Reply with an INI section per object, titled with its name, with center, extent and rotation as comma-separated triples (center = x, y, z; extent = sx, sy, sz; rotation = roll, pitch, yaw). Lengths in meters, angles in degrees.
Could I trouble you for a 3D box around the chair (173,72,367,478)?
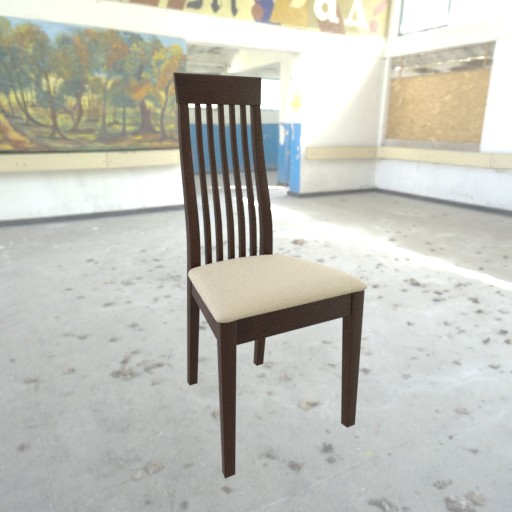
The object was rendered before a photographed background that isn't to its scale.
[chair]
center = 0.000, 0.000, 1.300
extent = 0.460, 1.027, 0.474
rotation = -9, 19, -28
